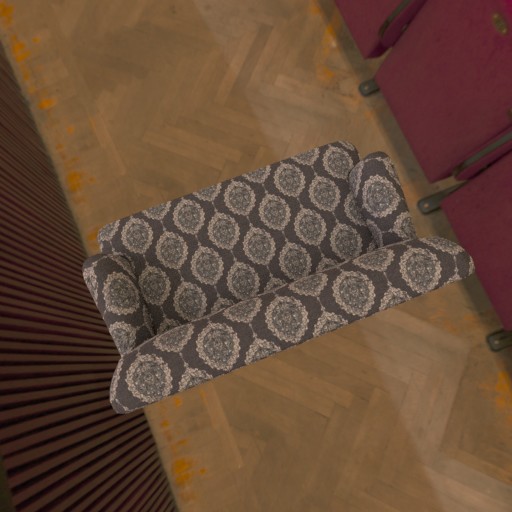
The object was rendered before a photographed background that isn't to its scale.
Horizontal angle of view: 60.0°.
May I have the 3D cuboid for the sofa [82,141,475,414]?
[{"bbox_3d":[0.000,0.000,1.797,1.297,0.867,0.779,-21,77,-5],"label":"sofa"}]
